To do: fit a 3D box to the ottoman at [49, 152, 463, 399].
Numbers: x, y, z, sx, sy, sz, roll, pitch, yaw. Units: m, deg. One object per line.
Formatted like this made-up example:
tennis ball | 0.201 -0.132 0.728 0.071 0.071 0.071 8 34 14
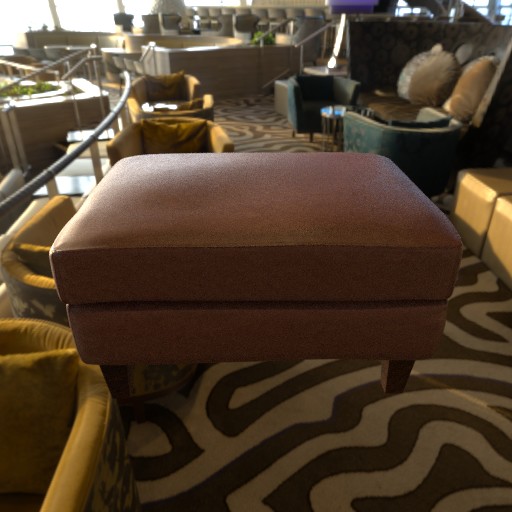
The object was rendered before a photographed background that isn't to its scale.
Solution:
ottoman | 0.000 0.000 1.234 0.851 0.485 0.650 -1 29 -1
